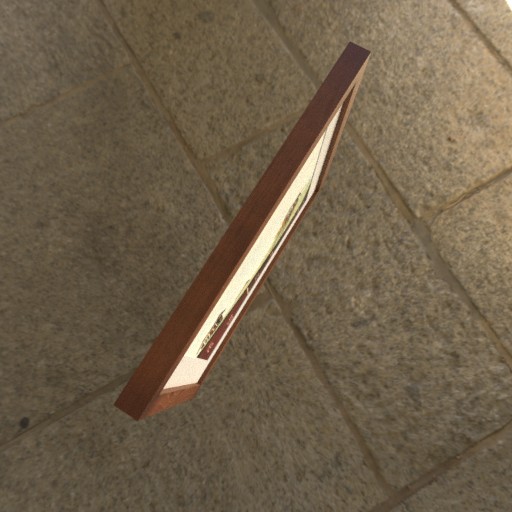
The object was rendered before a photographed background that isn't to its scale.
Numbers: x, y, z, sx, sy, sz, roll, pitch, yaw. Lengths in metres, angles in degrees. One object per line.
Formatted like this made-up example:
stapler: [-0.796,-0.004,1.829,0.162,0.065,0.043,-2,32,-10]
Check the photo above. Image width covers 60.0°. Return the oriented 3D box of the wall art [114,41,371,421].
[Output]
wall art: [0.000,0.000,0.771,0.033,0.457,0.558,30,77,7]
